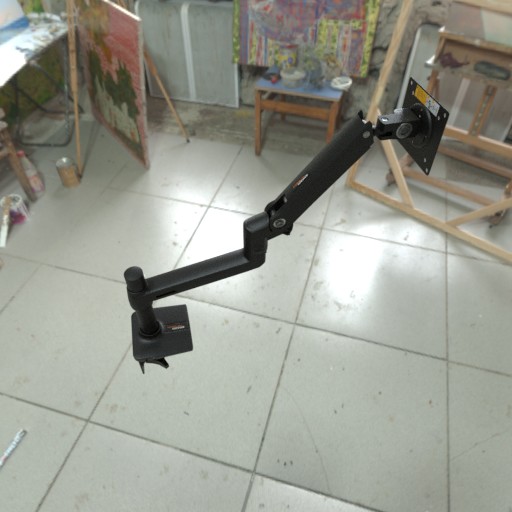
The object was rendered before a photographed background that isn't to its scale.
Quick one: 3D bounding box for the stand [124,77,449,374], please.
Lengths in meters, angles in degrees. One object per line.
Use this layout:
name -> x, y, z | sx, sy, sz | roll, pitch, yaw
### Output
stand -> 0.000, 0.000, 1.020 | 0.650, 0.713, 0.152 | -10, 47, -9
